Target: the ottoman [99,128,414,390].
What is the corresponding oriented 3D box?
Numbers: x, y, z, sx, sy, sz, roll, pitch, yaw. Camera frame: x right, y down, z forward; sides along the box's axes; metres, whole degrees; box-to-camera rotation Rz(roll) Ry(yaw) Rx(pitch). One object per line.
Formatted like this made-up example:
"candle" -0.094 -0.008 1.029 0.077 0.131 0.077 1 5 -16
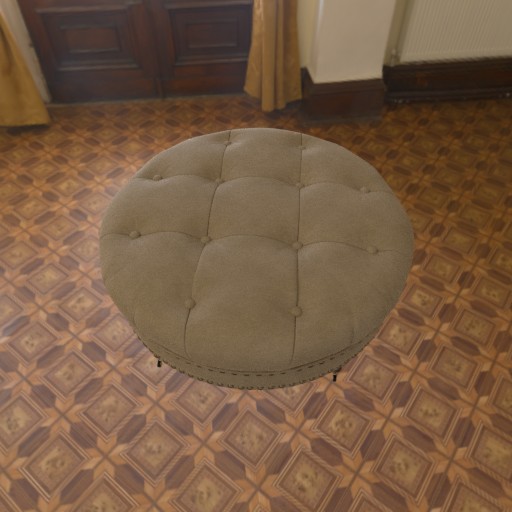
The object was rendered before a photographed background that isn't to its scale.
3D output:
"ottoman" 0.000 0.000 1.379 0.901 0.439 0.901 0 48 0
